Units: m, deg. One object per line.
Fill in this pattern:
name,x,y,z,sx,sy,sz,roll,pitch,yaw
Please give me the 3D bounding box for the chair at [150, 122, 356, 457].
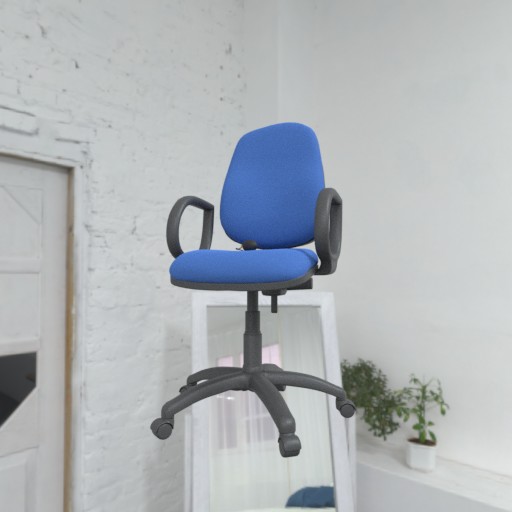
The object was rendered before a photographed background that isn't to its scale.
chair,0.000,0.000,1.281,0.552,0.905,0.549,0,-1,19
